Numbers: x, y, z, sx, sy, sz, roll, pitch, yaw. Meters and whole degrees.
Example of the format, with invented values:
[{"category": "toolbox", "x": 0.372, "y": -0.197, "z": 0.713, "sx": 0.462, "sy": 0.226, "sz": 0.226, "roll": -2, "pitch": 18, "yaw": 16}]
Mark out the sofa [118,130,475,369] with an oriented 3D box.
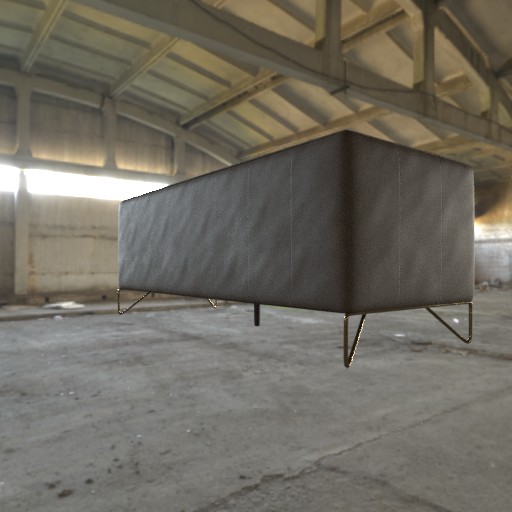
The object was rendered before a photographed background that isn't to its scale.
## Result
[{"category": "sofa", "x": 0.000, "y": 0.000, "z": 2.502, "sx": 0.867, "sy": 0.789, "sz": 2.087, "roll": 1, "pitch": -2, "yaw": -38}]
